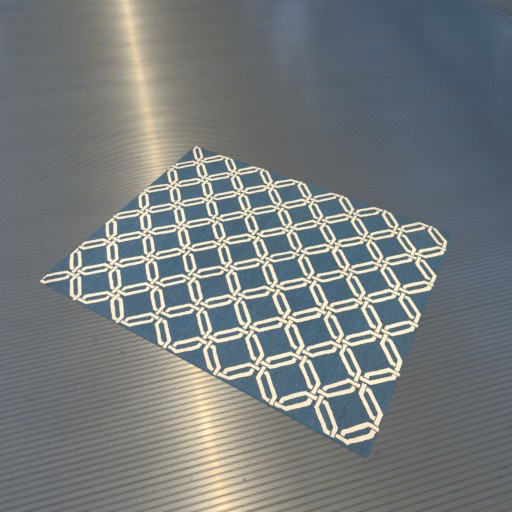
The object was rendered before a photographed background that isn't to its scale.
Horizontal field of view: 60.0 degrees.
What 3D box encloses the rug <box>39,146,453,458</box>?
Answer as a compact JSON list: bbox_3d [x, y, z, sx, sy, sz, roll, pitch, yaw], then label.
[{"bbox_3d":[0.000,0.000,3.859,2.867,0.020,2.277,23,51,20],"label":"rug"}]
